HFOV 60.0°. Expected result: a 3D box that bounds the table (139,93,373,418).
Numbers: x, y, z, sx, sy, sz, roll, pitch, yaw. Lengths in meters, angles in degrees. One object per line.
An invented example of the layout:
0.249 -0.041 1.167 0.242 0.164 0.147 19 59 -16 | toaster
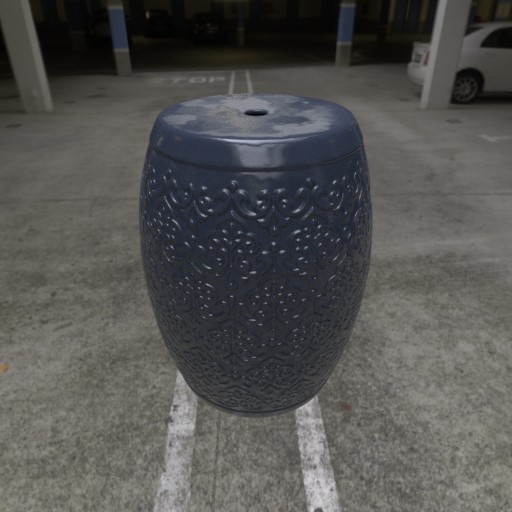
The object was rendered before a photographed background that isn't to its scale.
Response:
0.000 0.000 0.623 0.309 0.397 0.309 0 31 0 | table
